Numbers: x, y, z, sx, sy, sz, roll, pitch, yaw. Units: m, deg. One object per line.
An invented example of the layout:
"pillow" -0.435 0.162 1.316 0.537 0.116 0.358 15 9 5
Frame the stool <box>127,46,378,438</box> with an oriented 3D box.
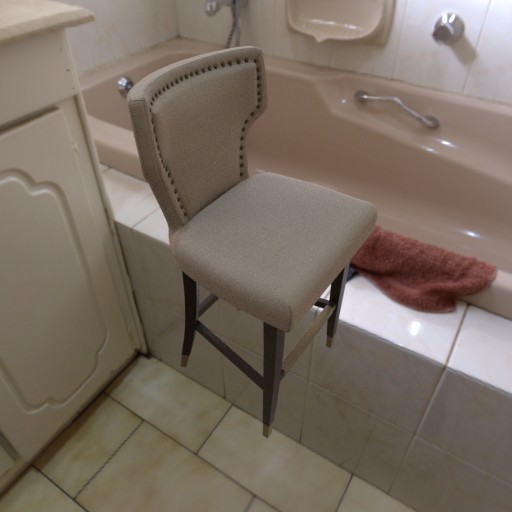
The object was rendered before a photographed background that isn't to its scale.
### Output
"stool" 0.000 0.000 1.401 0.563 1.092 0.526 24 46 26
